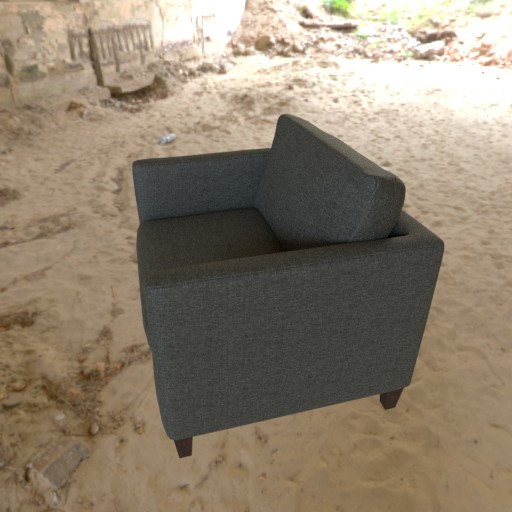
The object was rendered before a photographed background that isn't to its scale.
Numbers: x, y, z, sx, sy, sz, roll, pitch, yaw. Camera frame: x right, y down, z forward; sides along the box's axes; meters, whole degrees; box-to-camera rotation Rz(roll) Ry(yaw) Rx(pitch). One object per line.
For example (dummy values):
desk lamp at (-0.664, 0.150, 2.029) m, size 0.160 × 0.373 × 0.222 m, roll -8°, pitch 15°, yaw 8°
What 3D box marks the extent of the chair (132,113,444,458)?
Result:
chair at (0.000, 0.000, 1.841) m, size 0.959 × 0.963 × 1.107 m, roll -8°, pitch 32°, yaw -13°
